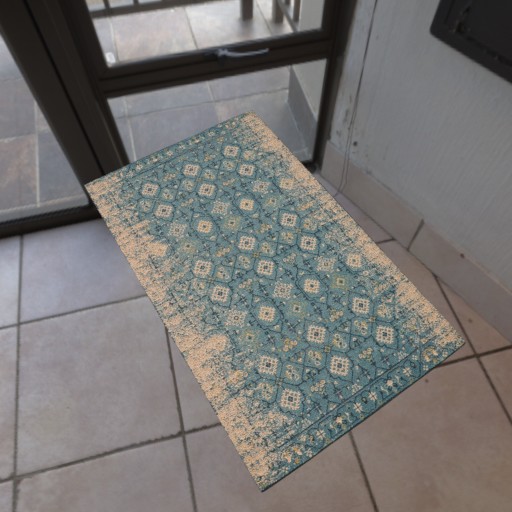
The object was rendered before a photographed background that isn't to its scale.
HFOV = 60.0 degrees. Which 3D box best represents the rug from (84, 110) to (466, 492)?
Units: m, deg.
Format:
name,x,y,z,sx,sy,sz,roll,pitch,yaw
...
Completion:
name,x,y,z,sx,sy,sz,roll,pitch,yaw
rug,0.000,0.000,2.211,1.102,0.008,1.795,-29,64,-16
